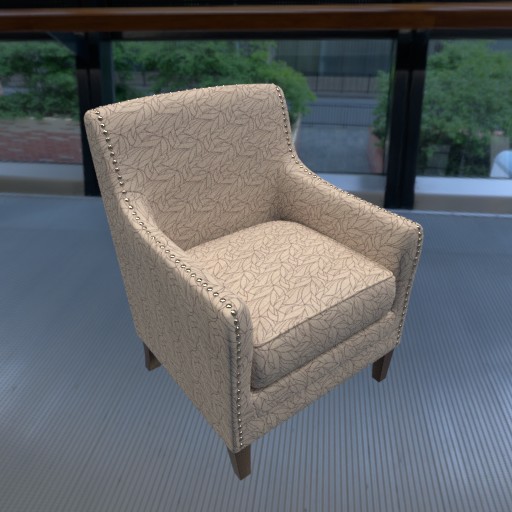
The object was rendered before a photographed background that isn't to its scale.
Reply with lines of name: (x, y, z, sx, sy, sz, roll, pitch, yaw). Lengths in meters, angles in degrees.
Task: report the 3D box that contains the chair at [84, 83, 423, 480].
chair: (0.000, 0.000, 1.258, 0.623, 0.816, 0.651, -21, 37, -31)
